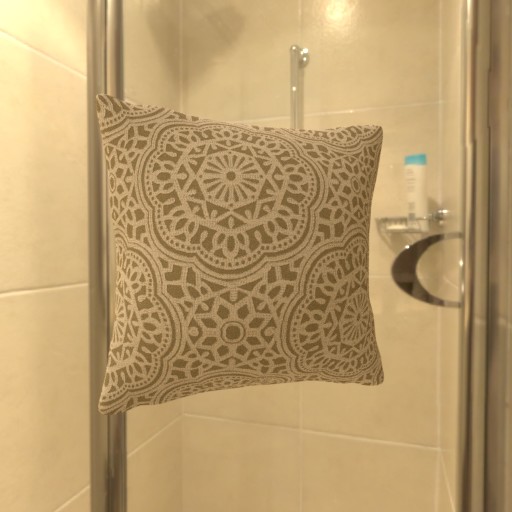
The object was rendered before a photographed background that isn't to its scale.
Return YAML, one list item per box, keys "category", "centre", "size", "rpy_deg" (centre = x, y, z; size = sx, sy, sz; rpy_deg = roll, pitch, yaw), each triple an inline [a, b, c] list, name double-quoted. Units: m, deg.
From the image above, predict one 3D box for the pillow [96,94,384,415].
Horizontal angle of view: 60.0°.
- category: "pillow"
  centre: [0.000, 0.000, 0.646]
  size: [0.438, 0.421, 0.167]
  rpy_deg: [0, 1, -19]
